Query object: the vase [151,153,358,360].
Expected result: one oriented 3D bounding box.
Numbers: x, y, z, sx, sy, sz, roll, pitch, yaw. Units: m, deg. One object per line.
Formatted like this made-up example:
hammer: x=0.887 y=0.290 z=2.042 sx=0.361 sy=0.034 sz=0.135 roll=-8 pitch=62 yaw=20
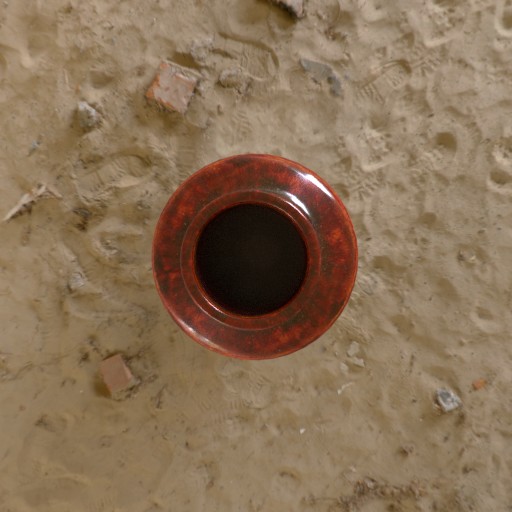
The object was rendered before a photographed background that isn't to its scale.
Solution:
vase: x=0.000 y=0.000 z=0.269 sx=0.108 sy=0.204 sz=0.108 roll=0 pitch=91 yaw=1
